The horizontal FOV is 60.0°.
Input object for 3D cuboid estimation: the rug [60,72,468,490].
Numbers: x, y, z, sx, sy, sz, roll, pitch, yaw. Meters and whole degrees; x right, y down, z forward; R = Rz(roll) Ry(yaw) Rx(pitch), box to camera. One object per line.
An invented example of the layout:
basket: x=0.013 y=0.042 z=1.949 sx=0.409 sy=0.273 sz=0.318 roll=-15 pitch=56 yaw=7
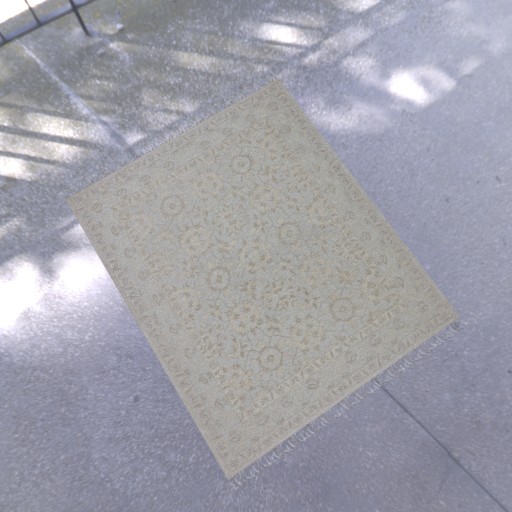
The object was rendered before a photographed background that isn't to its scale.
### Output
rug: x=0.000 y=0.000 z=3.996 sx=2.444 sy=0.013 sz=3.043 roll=-32 pitch=78 yaw=-8
